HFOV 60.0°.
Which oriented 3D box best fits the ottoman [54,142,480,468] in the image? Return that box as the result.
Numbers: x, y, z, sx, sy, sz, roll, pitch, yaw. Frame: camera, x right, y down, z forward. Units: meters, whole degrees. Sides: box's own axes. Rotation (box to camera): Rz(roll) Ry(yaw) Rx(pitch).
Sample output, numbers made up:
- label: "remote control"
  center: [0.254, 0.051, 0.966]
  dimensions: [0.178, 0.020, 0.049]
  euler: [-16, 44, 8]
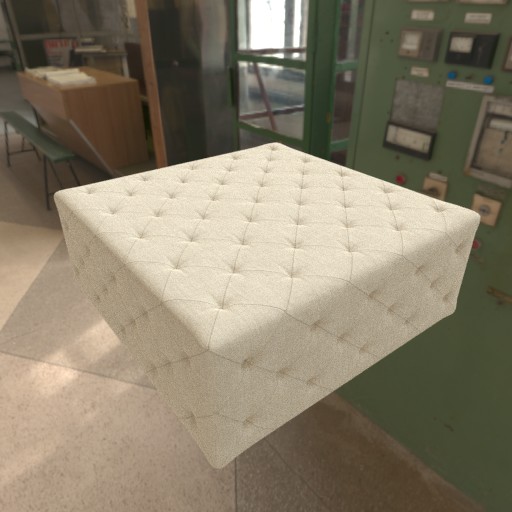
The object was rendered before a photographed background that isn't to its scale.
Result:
- label: "ottoman"
  center: [0.000, 0.000, 1.575]
  dimensions: [1.028, 0.439, 1.028]
  euler: [-21, 36, -32]
